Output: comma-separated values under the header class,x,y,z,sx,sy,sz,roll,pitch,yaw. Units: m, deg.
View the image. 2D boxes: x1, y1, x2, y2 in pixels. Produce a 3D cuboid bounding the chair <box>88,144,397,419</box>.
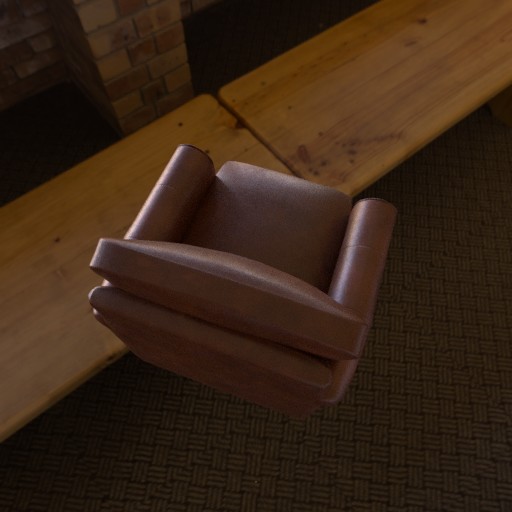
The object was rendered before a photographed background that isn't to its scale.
class,x,y,z,sx,sy,sz,roll,pitch,yaw
chair,0.000,0.000,1.802,0.989,0.972,0.992,18,64,9
